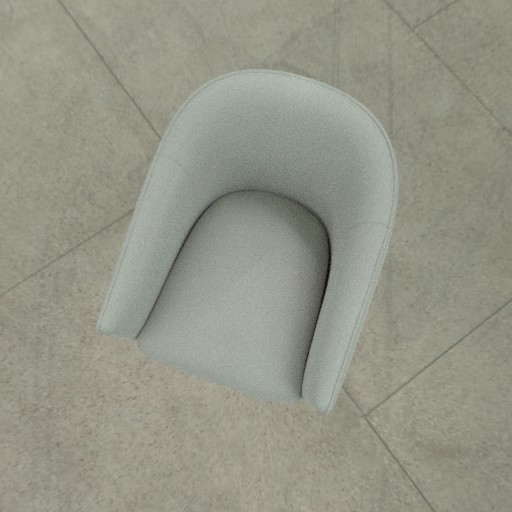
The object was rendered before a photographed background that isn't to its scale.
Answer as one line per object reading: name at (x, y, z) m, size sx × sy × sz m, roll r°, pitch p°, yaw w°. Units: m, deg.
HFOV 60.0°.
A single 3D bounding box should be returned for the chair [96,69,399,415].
chair at (0.000, 0.000, 1.496) m, size 0.747 × 0.799 × 0.875 m, roll 18°, pitch 77°, yaw 5°
